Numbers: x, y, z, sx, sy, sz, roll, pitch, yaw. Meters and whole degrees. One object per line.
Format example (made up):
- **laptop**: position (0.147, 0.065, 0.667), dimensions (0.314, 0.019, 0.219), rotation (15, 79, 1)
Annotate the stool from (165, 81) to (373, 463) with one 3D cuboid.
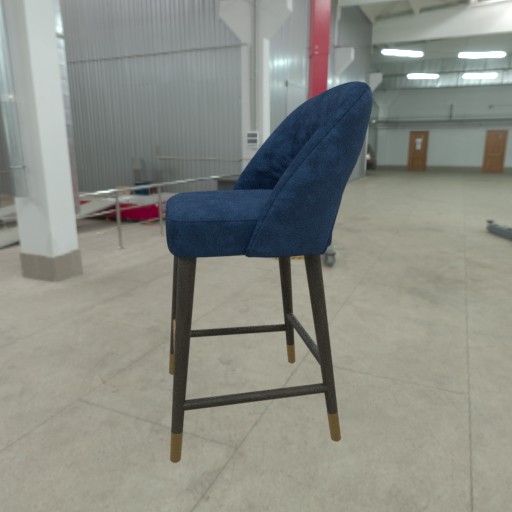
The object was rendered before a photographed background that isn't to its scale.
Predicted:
- **stool**: position (0.000, 0.000, 1.253), dimensions (0.524, 0.925, 0.536), rotation (-3, 15, -11)
